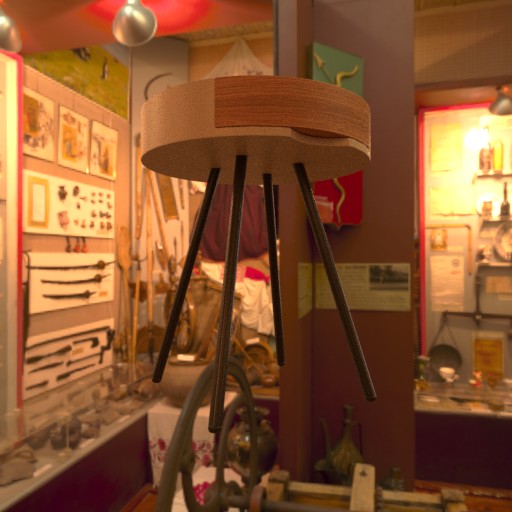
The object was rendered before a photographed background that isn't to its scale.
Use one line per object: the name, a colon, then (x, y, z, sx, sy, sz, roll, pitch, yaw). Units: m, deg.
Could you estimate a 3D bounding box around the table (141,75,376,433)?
table: (0.000, 0.000, 0.861, 0.450, 0.525, 0.450, 0, 0, 0)
